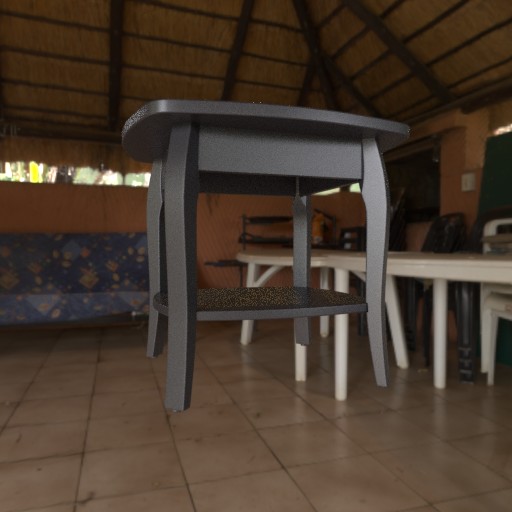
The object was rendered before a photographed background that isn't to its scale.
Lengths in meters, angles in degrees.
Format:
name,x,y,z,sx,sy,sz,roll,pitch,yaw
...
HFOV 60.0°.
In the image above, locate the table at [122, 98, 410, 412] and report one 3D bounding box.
name,x,y,z,sx,sy,sz,roll,pitch,yaw
table,0.000,0.000,0.883,0.508,0.457,0.457,0,2,-19
